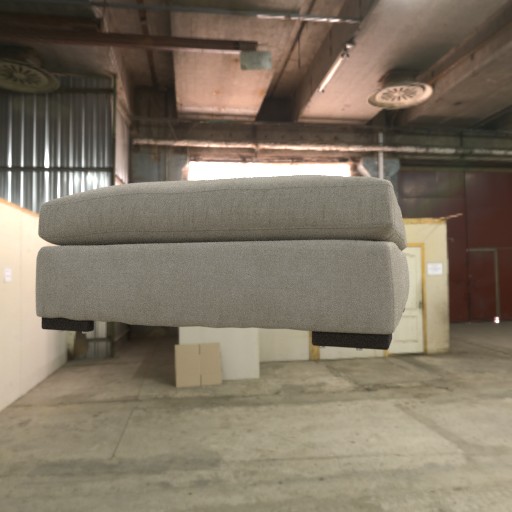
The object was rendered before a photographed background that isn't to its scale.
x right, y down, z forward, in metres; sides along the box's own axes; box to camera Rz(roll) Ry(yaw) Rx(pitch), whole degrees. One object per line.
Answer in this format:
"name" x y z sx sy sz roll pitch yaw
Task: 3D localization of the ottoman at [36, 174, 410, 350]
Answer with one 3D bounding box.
"ottoman" 0.000 0.000 1.814 1.171 0.517 1.203 -1 -2 20
